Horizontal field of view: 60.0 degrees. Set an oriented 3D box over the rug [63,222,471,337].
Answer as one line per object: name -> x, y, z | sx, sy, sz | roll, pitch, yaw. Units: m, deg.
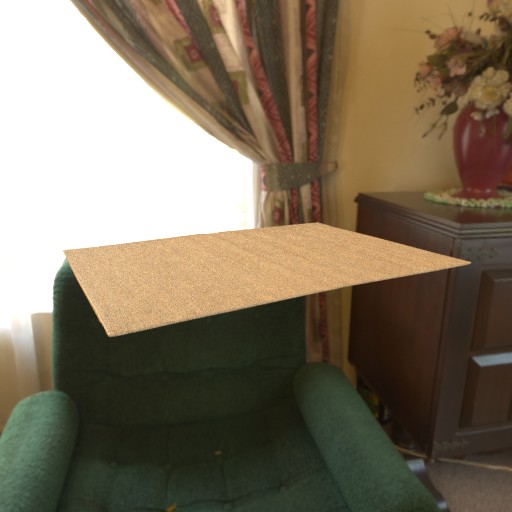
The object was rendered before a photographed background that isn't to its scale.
rug -> 0.000, 0.000, 3.001 | 2.264, 0.030, 1.624 | -8, 17, -28
